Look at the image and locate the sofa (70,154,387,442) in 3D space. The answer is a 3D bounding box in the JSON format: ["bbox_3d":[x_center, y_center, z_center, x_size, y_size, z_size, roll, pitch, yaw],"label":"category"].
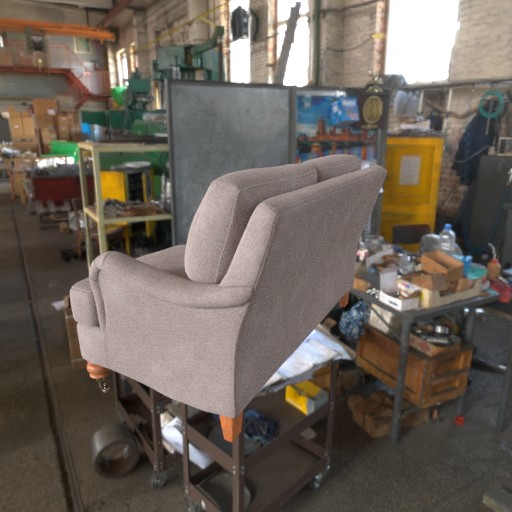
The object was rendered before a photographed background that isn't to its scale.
[{"bbox_3d":[0.000,0.000,2.579,1.084,1.101,1.853,8,18,26],"label":"sofa"}]
